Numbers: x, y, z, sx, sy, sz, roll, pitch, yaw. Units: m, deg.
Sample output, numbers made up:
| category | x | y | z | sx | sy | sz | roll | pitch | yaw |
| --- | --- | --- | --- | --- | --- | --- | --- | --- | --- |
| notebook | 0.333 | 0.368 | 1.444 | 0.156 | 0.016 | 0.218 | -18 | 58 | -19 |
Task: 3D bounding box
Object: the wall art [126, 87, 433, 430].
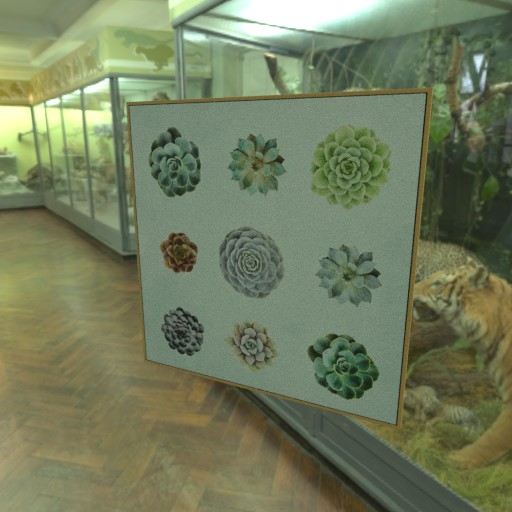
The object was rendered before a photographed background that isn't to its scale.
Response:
| category | x | y | z | sx | sy | sz | roll | pitch | yaw |
| --- | --- | --- | --- | --- | --- | --- | --- | --- | --- |
| wall art | 0.000 | 0.000 | 1.408 | 0.962 | 0.959 | 0.013 | 7 | 16 | 25 |
